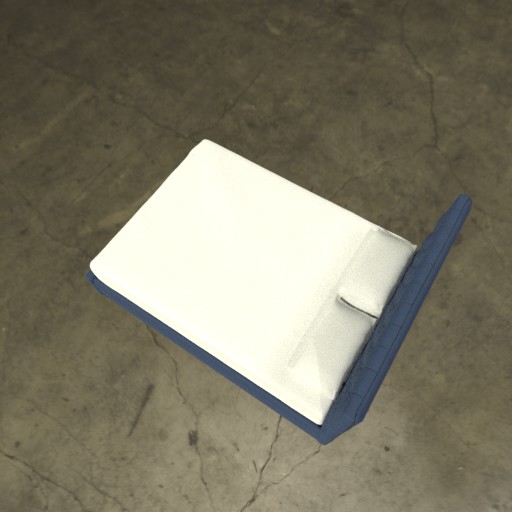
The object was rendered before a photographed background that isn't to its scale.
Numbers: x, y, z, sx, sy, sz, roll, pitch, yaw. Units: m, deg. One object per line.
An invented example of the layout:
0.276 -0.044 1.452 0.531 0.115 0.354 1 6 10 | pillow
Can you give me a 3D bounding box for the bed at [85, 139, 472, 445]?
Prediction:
0.000 0.000 3.524 2.387 1.427 1.706 30 67 14 | bed
